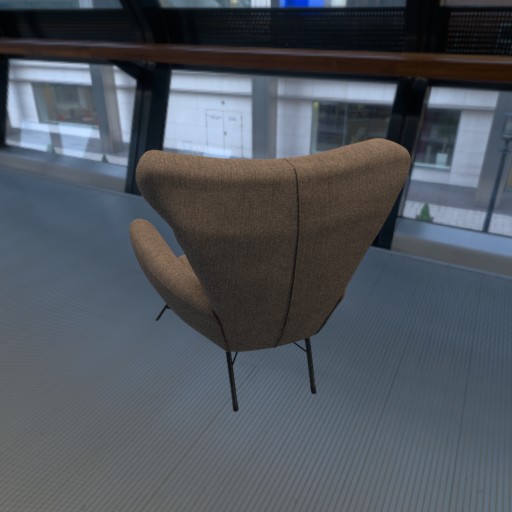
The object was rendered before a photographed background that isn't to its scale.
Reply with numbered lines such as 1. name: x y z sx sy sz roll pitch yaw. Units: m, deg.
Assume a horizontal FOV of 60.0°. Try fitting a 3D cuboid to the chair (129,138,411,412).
1. chair: 0.000 0.000 1.855 0.980 1.040 0.900 -8 27 -16
